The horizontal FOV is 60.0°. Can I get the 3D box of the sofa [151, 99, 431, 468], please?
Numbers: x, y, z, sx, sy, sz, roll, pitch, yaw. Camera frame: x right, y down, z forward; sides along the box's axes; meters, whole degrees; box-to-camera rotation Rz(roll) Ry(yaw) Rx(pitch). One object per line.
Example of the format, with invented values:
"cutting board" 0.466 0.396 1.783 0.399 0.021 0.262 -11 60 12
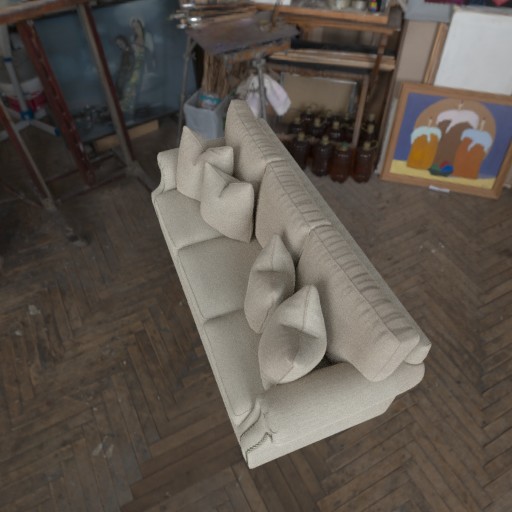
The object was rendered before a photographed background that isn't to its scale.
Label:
"sofa" 0.000 0.000 2.850 0.965 0.975 2.312 -17 51 -14
